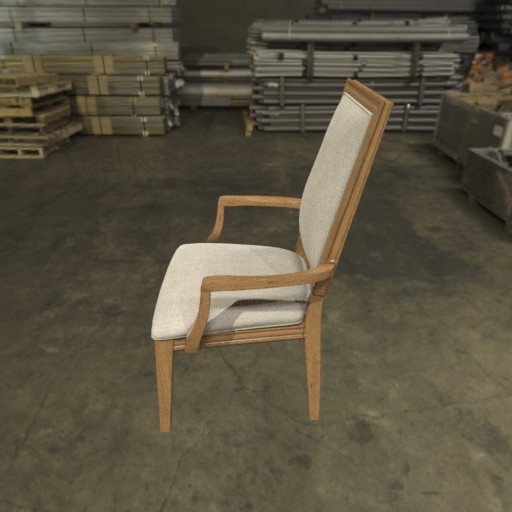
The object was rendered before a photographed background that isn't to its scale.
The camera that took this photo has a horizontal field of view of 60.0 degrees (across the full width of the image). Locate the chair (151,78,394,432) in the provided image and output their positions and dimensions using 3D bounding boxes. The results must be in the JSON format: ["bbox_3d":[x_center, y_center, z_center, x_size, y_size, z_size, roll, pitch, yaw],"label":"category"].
[{"bbox_3d":[0.000,0.000,1.380,0.602,0.990,0.606,0,28,0],"label":"chair"}]
